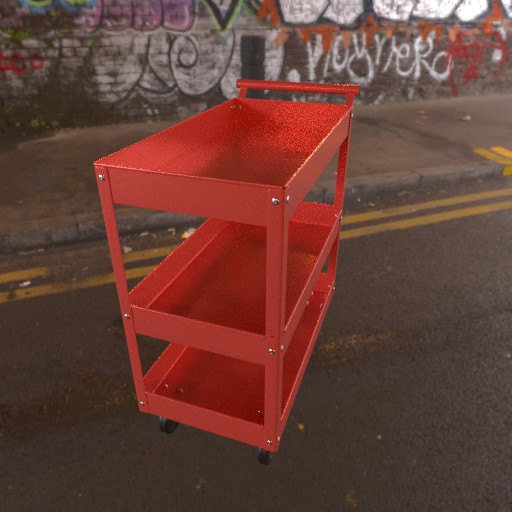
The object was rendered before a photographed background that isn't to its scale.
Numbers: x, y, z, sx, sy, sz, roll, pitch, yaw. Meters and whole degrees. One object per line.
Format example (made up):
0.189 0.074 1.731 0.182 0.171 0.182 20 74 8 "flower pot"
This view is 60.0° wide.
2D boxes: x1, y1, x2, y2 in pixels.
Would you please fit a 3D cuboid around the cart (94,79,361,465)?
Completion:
0.000 0.000 1.183 0.366 0.780 0.719 10 31 17 "cart"
